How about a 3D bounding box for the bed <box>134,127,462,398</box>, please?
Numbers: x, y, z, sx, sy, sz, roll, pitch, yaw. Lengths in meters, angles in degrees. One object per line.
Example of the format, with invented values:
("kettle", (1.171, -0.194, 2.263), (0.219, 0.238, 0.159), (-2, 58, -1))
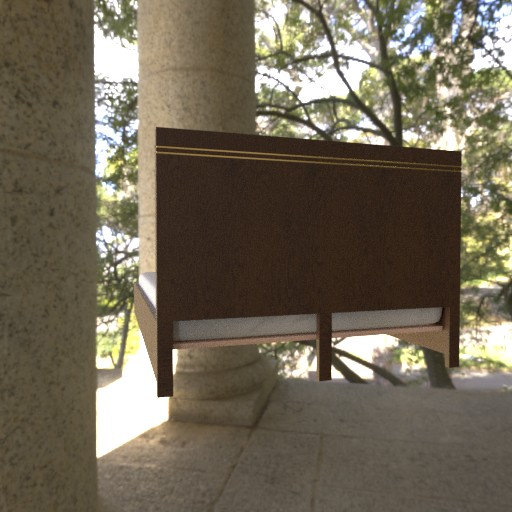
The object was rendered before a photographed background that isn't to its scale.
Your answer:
("bed", (0.000, 0.000, 3.209), (1.613, 1.169, 2.221), (0, 2, -18))
